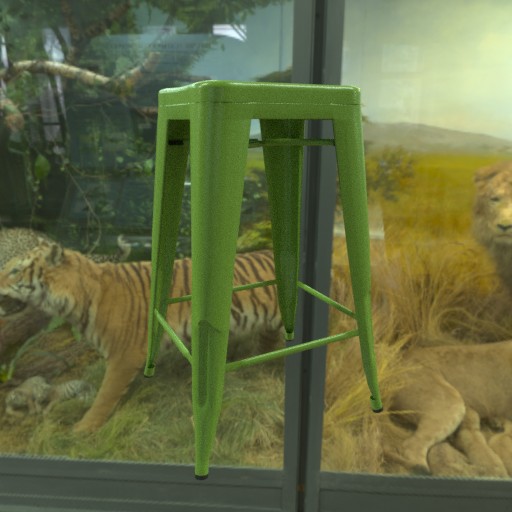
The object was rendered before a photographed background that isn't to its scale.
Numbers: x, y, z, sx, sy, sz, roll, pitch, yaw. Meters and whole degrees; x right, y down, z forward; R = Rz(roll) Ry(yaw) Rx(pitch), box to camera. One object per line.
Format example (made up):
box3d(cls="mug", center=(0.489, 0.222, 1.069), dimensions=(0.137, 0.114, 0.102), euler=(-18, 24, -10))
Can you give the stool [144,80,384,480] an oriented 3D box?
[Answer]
box3d(cls="stool", center=(0.000, 0.000, 0.857), dimensions=(0.398, 0.609, 0.358), euler=(-9, 19, -26))
